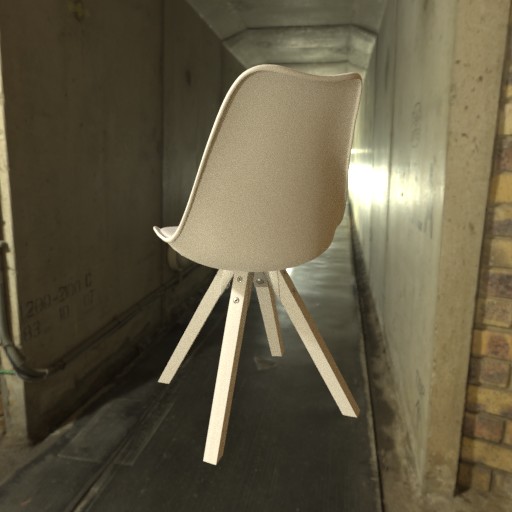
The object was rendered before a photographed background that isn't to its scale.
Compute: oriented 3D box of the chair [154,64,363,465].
[{"bbox_3d":[0.000,0.000,1.174,0.485,0.850,0.550,-7,15,-26],"label":"chair"}]
